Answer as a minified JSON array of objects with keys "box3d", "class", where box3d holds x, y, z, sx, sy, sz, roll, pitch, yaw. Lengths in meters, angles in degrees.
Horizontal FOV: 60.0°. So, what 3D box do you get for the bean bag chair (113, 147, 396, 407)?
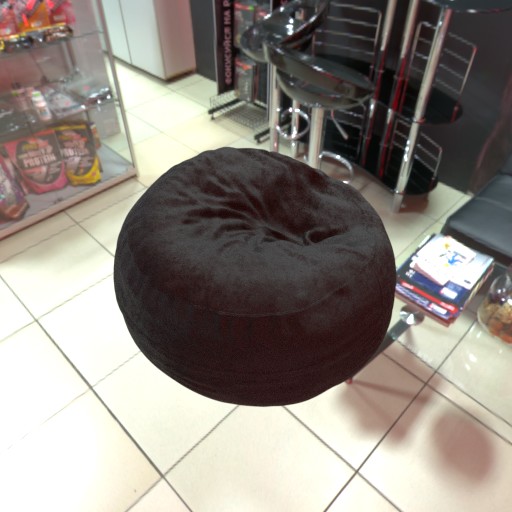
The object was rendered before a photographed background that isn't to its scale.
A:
[{"box3d":[0.000,0.000,2.430,1.525,0.751,1.525,0,45,0],"class":"bean bag chair"}]
